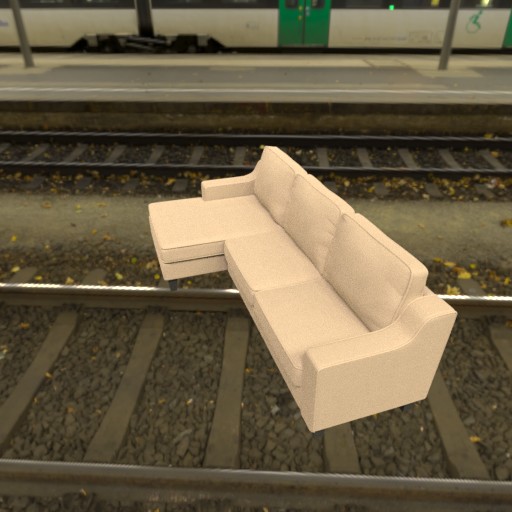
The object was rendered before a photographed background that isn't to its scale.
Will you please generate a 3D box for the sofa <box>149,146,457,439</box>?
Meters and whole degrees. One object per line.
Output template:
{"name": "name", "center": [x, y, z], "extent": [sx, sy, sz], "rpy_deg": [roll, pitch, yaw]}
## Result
{"name": "sofa", "center": [0.000, 0.000, 3.222], "extent": [1.294, 0.928, 2.561], "rpy_deg": [-10, 32, -16]}
